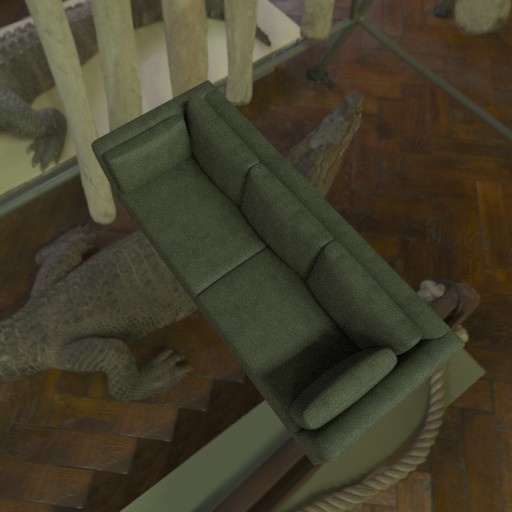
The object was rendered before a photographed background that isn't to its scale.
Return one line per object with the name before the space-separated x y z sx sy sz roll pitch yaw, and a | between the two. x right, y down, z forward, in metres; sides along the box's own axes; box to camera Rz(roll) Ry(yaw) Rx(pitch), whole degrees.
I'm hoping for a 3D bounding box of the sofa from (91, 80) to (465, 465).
sofa | 0.000 0.000 2.915 0.969 0.867 2.415 -34 69 -15
